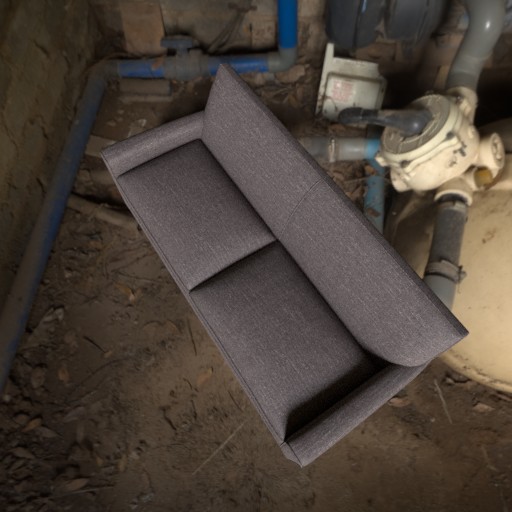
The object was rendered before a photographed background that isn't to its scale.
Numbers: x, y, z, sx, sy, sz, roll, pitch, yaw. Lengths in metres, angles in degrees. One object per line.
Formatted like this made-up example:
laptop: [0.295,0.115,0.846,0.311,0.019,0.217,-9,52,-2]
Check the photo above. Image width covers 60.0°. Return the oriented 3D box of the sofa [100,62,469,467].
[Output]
sofa: [0.000,0.000,2.443,0.875,0.846,1.976,-31,68,-14]
